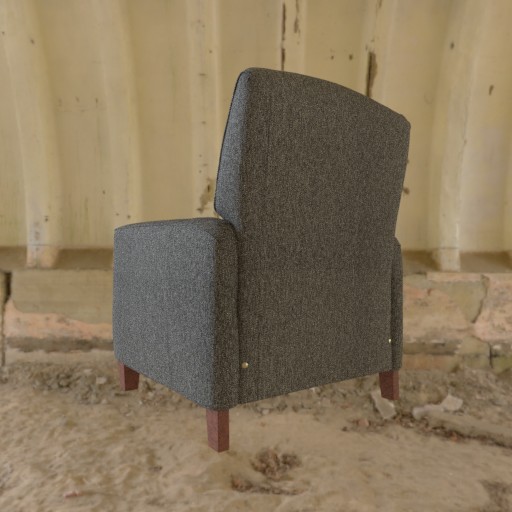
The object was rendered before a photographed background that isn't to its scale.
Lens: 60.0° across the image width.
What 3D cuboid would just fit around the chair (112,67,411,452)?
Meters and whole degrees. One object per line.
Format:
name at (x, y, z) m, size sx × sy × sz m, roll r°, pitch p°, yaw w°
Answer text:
chair at (0.000, 0.000, 1.628) m, size 0.848 × 1.014 × 0.864 m, roll 1°, pitch -1°, yaw -36°
